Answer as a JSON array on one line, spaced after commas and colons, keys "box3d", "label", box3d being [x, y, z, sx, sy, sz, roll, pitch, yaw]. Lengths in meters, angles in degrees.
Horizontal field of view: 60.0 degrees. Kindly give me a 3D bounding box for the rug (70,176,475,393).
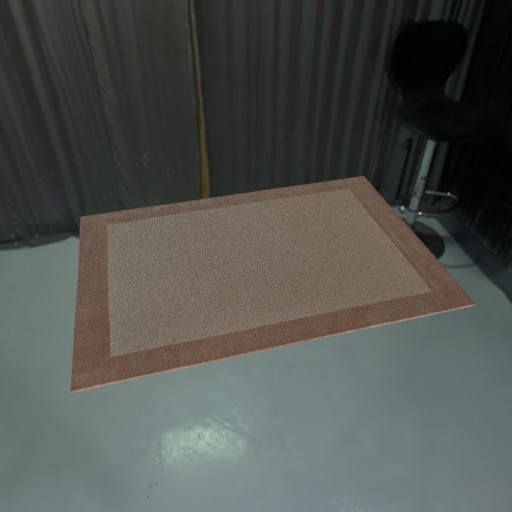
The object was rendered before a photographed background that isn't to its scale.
[{"box3d": [0.000, 0.000, 2.362, 1.829, 0.014, 1.219, -10, 41, -11], "label": "rug"}]
